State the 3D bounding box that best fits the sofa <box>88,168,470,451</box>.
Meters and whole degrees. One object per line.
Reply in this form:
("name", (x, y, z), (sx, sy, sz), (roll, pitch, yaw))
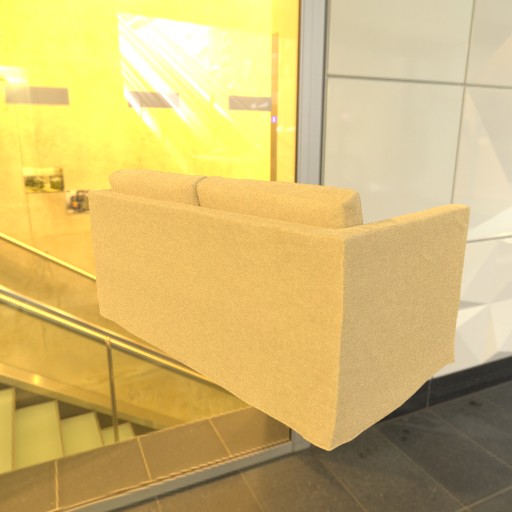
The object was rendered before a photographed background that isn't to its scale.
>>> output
("sofa", (0.000, 0.000, 2.218), (0.962, 0.835, 1.719), (-14, 20, -42))
